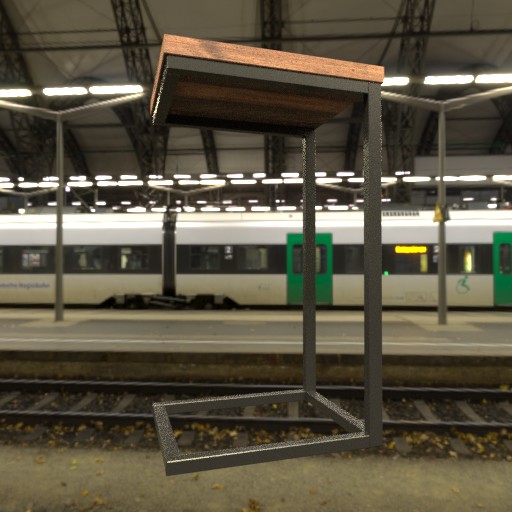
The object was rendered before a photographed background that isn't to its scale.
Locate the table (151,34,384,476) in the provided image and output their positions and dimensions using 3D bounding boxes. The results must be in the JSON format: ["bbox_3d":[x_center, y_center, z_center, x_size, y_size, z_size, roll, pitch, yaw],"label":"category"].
[{"bbox_3d":[0.000,0.000,0.931,0.414,0.718,0.323,0,-1,-17],"label":"table"}]
